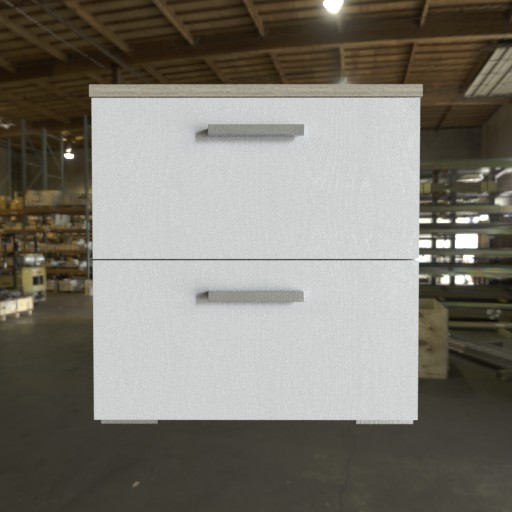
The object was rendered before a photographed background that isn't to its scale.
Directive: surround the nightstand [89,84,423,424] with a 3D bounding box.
[{"bbox_3d":[0.000,0.000,0.738,0.442,0.461,0.325,0,1,0],"label":"nightstand"}]
